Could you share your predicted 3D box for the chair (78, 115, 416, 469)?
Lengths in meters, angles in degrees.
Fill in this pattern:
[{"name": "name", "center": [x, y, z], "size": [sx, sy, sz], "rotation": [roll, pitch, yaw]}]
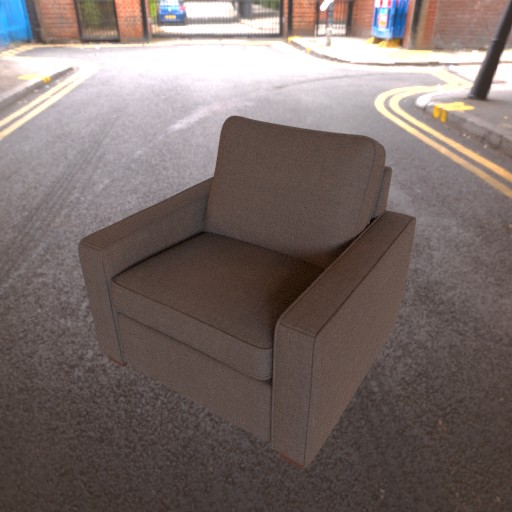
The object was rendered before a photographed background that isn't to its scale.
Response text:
[{"name": "chair", "center": [0.000, 0.000, 1.774], "size": [1.017, 0.919, 0.940], "rotation": [18, 35, 28]}]
